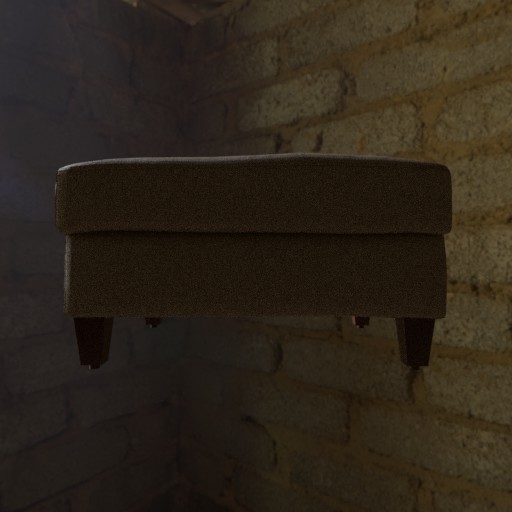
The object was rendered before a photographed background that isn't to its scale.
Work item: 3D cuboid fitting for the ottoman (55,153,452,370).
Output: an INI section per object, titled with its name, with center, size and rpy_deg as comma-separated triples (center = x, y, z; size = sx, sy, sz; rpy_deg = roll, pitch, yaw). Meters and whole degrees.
[ottoman]
center = 0.000, 0.000, 1.293
size = 0.889, 0.511, 0.692
rpy_deg = 0, 0, 1
